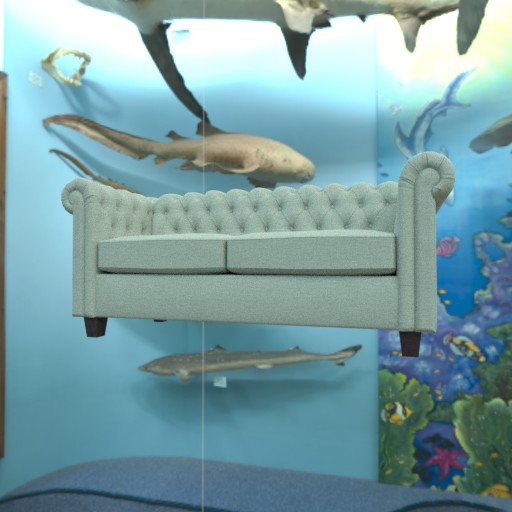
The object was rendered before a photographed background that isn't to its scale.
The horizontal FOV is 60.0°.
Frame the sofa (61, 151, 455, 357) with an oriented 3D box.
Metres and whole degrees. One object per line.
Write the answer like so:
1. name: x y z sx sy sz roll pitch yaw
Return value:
1. sofa: 0.000 0.000 2.259 1.798 0.797 0.783 0 -1 18
